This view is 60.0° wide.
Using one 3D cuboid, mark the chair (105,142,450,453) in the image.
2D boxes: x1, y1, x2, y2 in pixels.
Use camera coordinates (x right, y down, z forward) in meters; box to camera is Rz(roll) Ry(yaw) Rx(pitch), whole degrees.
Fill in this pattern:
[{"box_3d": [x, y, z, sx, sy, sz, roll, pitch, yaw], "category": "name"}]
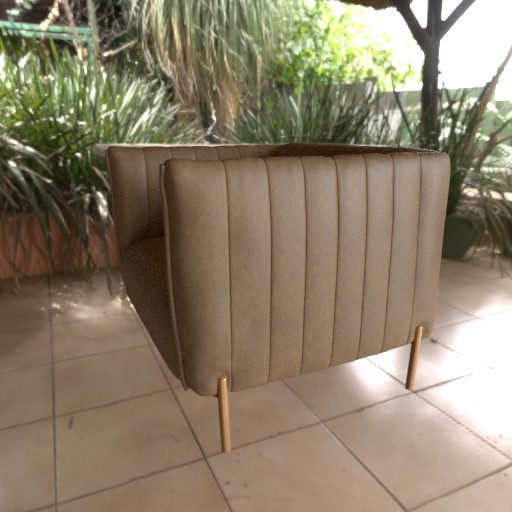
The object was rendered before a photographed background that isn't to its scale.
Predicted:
[{"box_3d": [0.000, 0.000, 1.610, 0.876, 0.779, 0.981, -7, 17, -25], "category": "chair"}]
